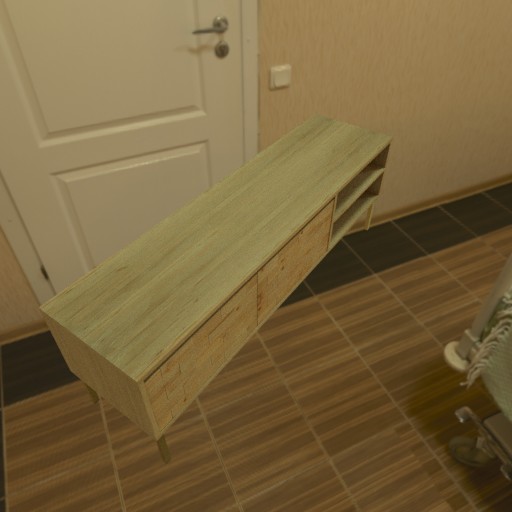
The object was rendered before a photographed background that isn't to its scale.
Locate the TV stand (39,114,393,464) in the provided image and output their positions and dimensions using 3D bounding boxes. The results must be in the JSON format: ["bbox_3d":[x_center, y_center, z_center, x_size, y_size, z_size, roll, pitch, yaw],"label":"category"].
[{"bbox_3d":[0.000,0.000,1.878,0.420,0.550,1.600,26,49,26],"label":"TV stand"}]
